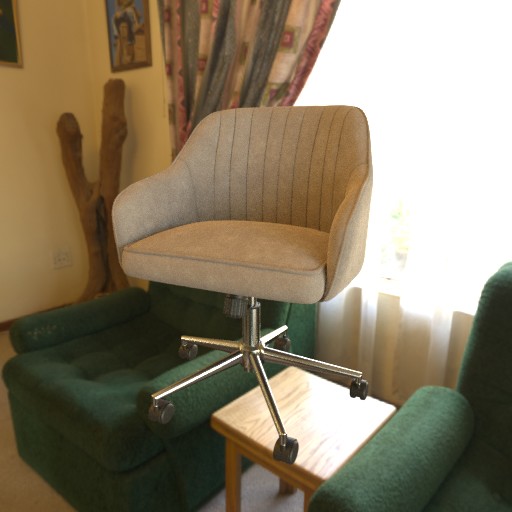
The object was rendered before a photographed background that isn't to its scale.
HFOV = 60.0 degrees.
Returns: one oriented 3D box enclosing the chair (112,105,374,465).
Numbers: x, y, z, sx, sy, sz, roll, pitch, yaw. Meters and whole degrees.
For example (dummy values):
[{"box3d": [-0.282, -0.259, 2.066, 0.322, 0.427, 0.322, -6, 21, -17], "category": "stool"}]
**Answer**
[{"box3d": [0.000, 0.000, 1.241, 0.635, 0.831, 0.573, 7, 16, 24], "category": "chair"}]
